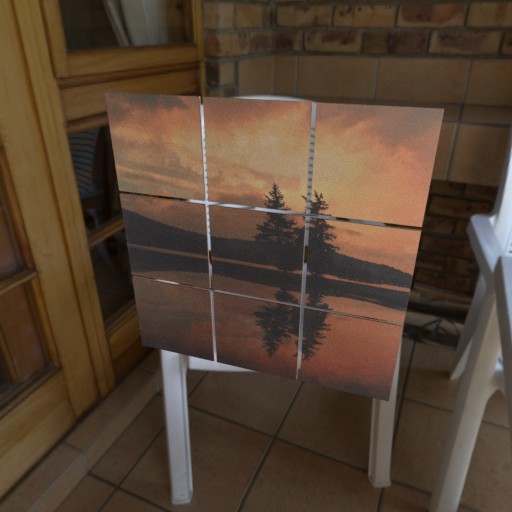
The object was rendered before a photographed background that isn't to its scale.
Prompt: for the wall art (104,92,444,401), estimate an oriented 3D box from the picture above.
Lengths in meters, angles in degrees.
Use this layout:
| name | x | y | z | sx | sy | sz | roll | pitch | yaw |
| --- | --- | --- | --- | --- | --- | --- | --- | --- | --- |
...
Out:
| name | x | y | z | sx | sy | sz | roll | pitch | yaw |
| --- | --- | --- | --- | --- | --- | --- | --- | --- | --- |
| wall art | 0.000 | 0.000 | 2.263 | 1.520 | 1.525 | 0.013 | 9 | 29 | 16 |
